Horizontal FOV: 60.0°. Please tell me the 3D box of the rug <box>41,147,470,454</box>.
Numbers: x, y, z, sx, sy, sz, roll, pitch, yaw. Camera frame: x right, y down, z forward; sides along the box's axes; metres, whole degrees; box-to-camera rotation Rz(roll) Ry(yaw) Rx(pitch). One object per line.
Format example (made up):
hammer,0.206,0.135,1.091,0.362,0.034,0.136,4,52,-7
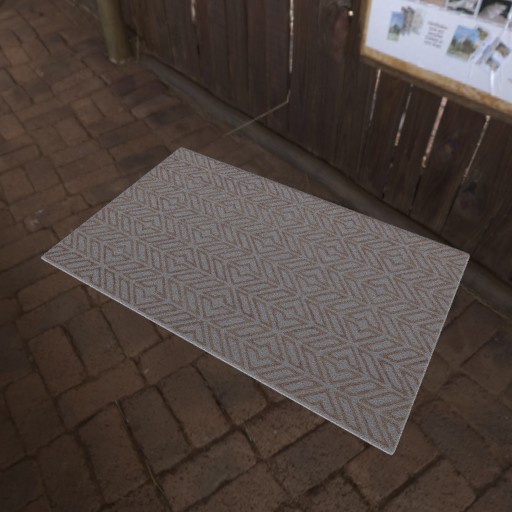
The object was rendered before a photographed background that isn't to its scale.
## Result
rug,0.000,0.000,2.961,2.438,0.008,1.523,24,52,21
